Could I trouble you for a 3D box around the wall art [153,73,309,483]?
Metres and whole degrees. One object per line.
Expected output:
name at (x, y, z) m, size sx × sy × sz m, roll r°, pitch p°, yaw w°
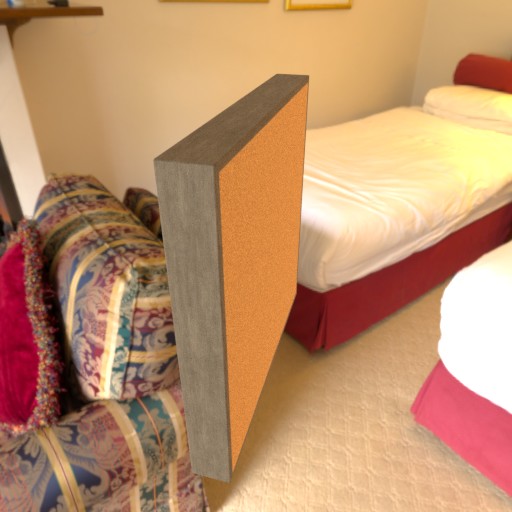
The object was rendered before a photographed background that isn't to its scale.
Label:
wall art at (0.000, 0.000, 0.454) m, size 0.038 × 0.302 × 0.303 m, roll 8°, pitch 32°, yaw 14°
